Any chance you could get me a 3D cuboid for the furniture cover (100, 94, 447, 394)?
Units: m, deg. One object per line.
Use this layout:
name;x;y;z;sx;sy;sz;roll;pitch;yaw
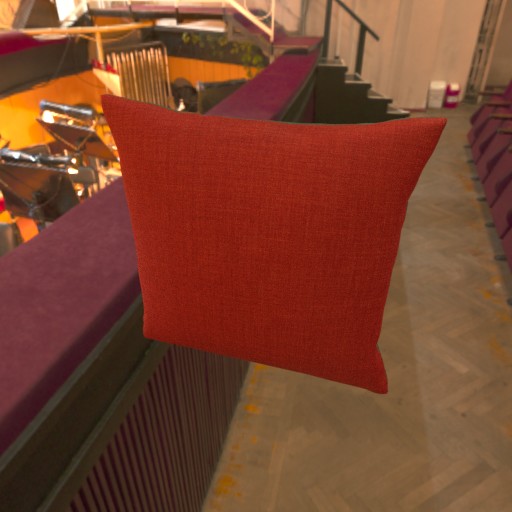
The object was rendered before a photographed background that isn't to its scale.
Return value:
furniture cover;0.000;0.000;0.764;0.517;0.508;0.158;9;33;15
